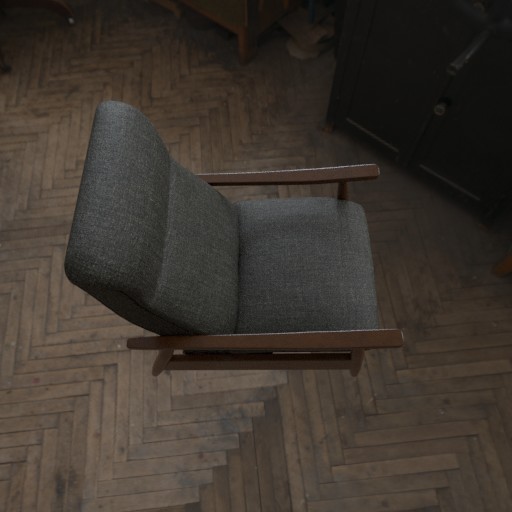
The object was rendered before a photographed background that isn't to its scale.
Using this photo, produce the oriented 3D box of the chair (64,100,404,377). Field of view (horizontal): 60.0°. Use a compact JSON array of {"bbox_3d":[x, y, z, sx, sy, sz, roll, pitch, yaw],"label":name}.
[{"bbox_3d":[0.000,0.000,1.747,1.014,1.082,0.762,0,64,0],"label":"chair"}]
